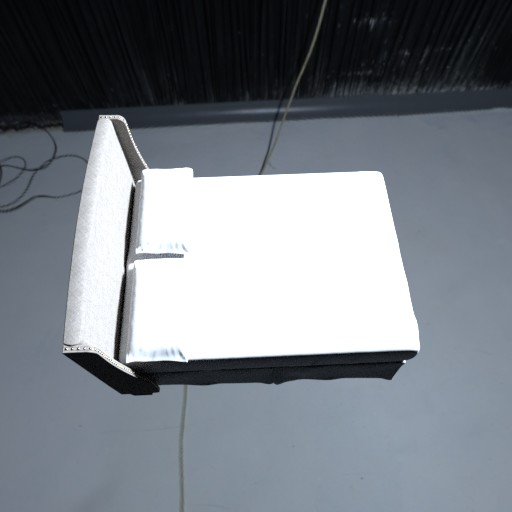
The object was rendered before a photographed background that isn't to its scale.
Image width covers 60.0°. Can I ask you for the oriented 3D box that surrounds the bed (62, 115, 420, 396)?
[{"bbox_3d":[0.000,0.000,3.333,2.237,1.407,1.710,-2,63,-1],"label":"bed"}]
